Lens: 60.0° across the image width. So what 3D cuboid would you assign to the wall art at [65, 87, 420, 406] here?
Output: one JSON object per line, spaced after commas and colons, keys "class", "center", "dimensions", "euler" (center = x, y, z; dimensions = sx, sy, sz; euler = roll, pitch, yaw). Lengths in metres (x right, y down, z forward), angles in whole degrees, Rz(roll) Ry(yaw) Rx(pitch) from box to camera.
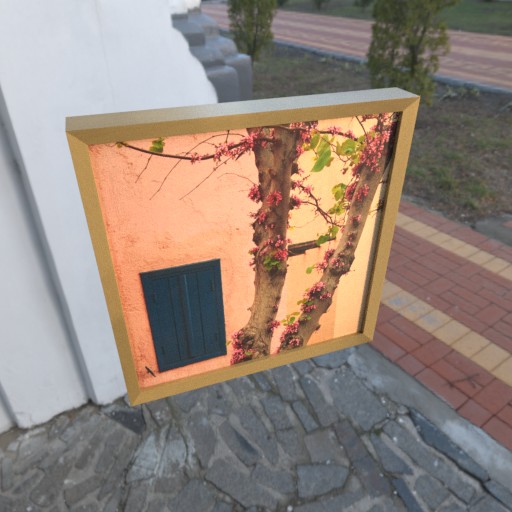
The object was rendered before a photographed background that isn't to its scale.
{"class": "wall art", "center": [0.000, 0.000, 0.460], "dimensions": [0.304, 0.305, 0.038], "euler": [-11, 35, -16]}
